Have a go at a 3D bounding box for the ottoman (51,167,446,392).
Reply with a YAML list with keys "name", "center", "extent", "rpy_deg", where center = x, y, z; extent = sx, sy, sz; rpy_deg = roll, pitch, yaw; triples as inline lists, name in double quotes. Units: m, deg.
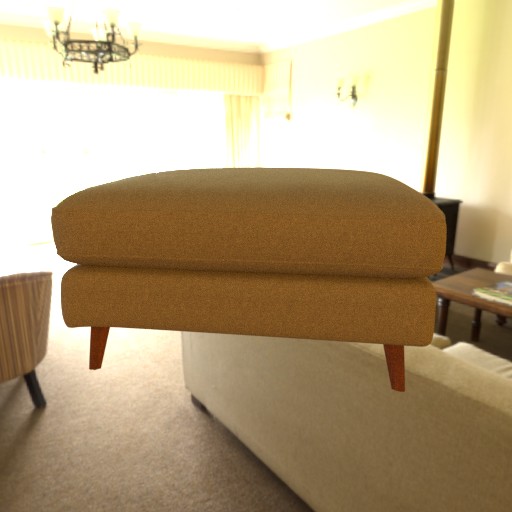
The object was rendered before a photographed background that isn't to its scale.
- name: "ottoman"
  center: [0.000, 0.000, 1.165]
  extent: [0.811, 0.449, 0.608]
  rpy_deg: [2, 15, 7]
